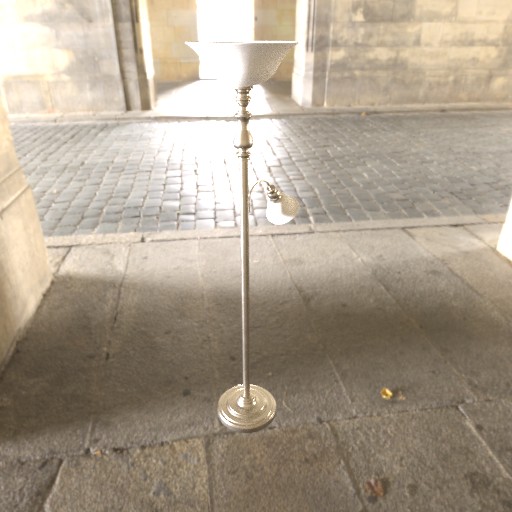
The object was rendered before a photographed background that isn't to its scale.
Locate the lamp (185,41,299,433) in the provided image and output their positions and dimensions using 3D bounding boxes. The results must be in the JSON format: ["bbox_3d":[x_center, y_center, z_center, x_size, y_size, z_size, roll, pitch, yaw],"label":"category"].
[{"bbox_3d":[0.000,0.000,2.049,0.405,1.785,0.575,18,32,31],"label":"lamp"}]
